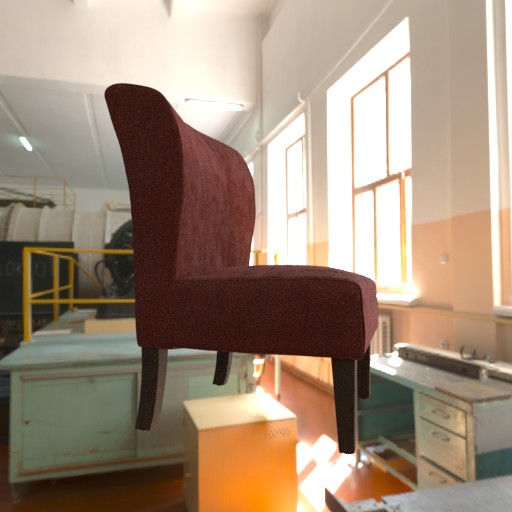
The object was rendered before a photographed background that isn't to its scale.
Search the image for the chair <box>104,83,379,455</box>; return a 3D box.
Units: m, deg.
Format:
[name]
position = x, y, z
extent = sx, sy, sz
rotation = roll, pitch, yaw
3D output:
[chair]
position = 0.000, 0.000, 1.226
extent = 0.640, 0.846, 0.538
rotation = -1, -3, 19
